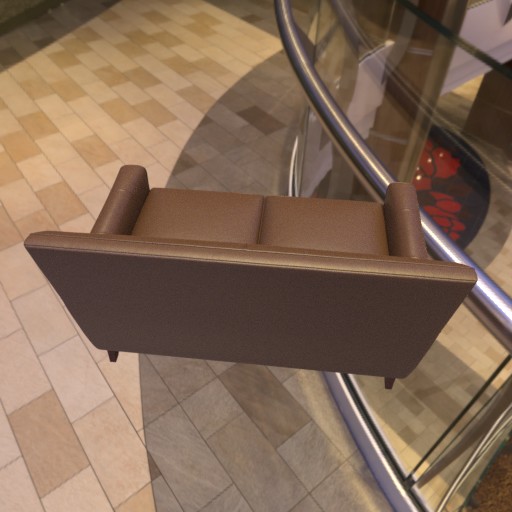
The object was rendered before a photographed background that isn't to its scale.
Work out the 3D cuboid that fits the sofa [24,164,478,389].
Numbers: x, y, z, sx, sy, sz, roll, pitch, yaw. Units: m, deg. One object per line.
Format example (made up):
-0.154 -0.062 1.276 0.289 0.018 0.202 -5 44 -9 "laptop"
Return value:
0.000 0.000 2.009 1.468 0.859 0.853 5 48 4 "sofa"
